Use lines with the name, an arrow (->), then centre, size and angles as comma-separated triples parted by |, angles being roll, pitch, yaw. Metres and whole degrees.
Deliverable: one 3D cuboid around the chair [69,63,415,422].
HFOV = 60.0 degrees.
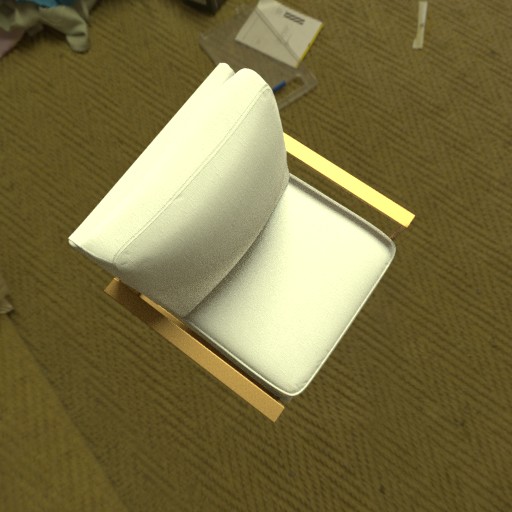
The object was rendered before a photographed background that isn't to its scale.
chair -> 0.000, 0.000, 1.548 | 0.813, 0.966, 0.805 | 35, 79, 8
